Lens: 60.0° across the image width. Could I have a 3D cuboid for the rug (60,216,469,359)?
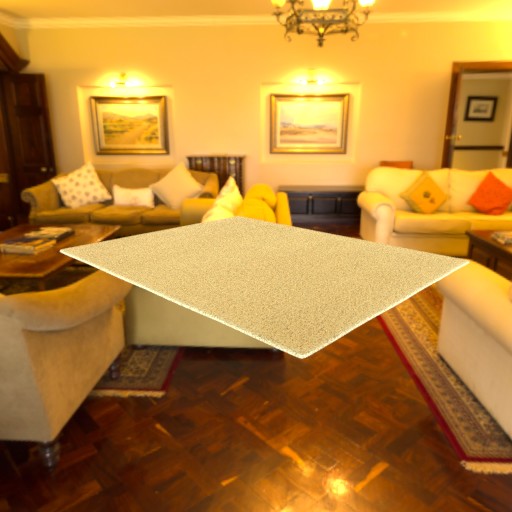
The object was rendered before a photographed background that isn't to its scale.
[{"bbox_3d":[0.000,0.000,4.187,3.047,0.029,2.438,15,22,42],"label":"rug"}]
